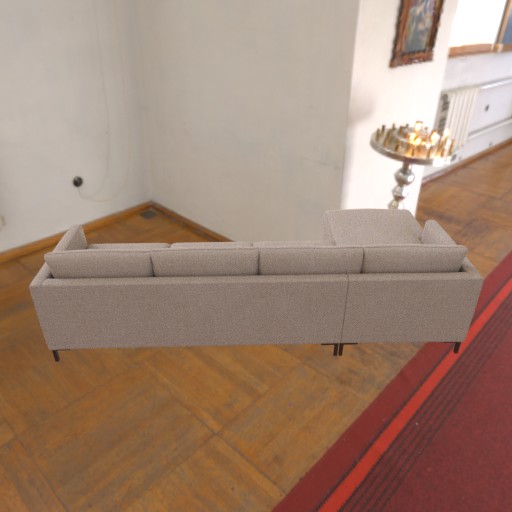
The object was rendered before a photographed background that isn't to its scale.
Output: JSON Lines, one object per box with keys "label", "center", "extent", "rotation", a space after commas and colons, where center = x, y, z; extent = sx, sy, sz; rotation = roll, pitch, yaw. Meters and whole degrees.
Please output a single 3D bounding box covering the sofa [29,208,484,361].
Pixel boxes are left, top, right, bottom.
{"label": "sofa", "center": [0.000, 0.000, 3.506], "extent": [2.923, 0.816, 1.469], "rotation": [-1, 31, -1]}
